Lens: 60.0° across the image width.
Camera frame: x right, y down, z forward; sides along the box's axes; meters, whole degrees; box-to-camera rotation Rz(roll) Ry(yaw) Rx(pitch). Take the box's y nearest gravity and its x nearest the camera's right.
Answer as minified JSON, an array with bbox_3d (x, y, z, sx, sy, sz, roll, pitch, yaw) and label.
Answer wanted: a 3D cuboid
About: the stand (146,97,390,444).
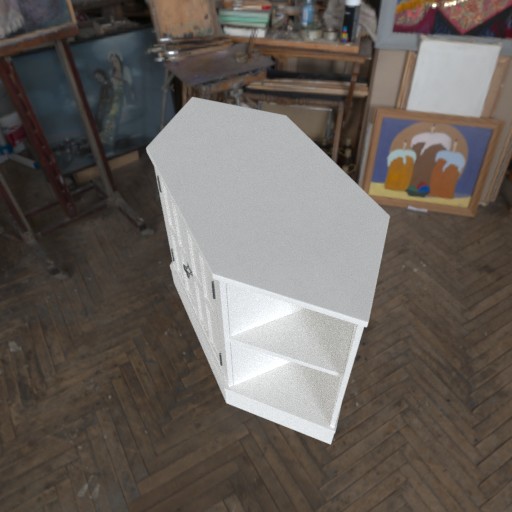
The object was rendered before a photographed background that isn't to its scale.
[{"bbox_3d":[0.000,0.000,1.439,0.477,0.614,1.072,-18,48,-17],"label":"stand"}]
